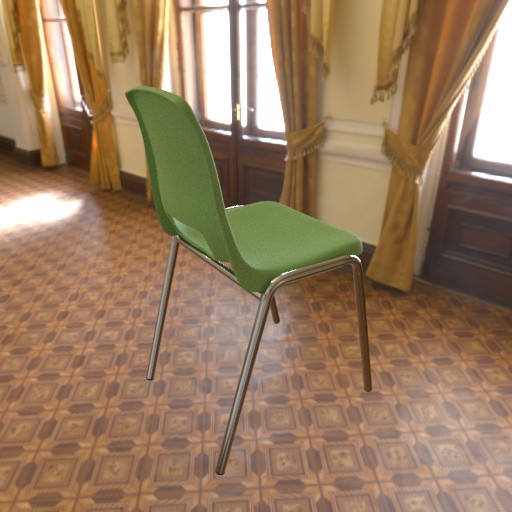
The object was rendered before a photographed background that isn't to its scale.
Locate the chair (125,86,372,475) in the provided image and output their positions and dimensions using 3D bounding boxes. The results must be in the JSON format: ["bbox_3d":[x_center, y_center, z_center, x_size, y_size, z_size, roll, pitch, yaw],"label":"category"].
[{"bbox_3d":[0.000,0.000,0.958,0.436,0.704,0.381,-17,30,-32],"label":"chair"}]
